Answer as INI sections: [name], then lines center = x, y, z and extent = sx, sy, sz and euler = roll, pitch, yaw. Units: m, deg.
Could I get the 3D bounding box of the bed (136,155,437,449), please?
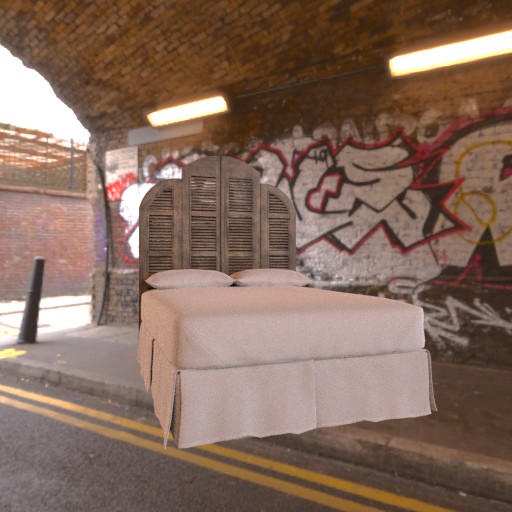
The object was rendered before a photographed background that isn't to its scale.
[bed]
center = 0.000, 0.000, 3.496
extent = 1.713, 2.019, 2.138
euler = 0, 0, -20
